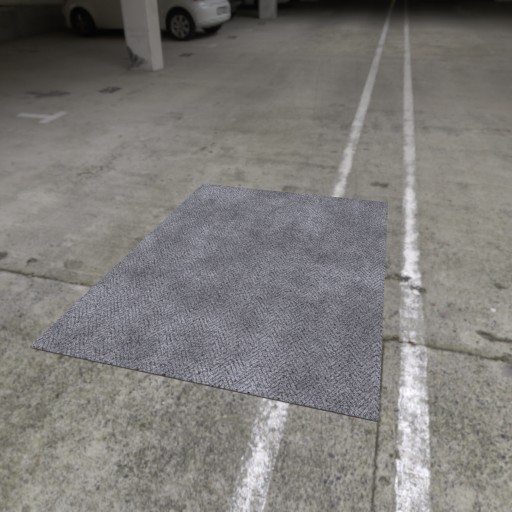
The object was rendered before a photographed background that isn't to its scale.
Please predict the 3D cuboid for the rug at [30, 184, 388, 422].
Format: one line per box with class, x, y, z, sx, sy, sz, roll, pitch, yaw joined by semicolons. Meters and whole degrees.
rug;0.000;0.000;2.836;1.600;0.008;2.235;8;31;13
